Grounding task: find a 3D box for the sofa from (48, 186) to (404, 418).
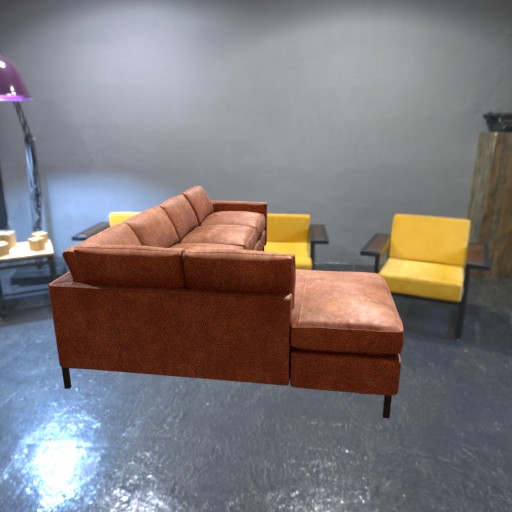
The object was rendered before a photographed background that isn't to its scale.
[{"bbox_3d":[0.000,0.000,3.755,1.938,0.877,2.984,2,17,8],"label":"sofa"}]
